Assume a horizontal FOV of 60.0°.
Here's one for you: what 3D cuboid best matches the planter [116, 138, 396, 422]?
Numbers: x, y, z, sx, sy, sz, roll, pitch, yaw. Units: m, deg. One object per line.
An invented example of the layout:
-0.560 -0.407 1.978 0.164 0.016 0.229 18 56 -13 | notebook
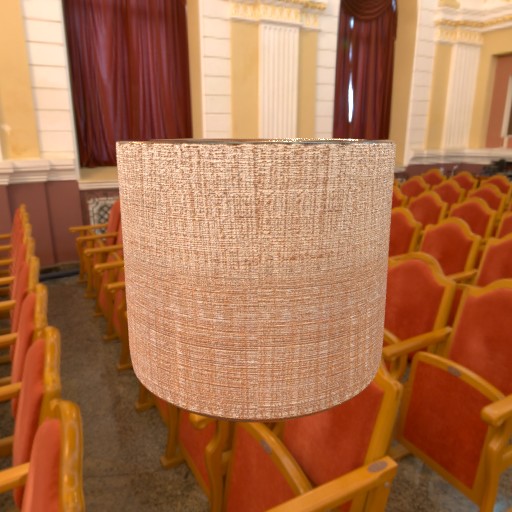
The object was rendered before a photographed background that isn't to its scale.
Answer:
0.000 0.000 0.308 0.177 0.157 0.177 0 15 0 | planter
